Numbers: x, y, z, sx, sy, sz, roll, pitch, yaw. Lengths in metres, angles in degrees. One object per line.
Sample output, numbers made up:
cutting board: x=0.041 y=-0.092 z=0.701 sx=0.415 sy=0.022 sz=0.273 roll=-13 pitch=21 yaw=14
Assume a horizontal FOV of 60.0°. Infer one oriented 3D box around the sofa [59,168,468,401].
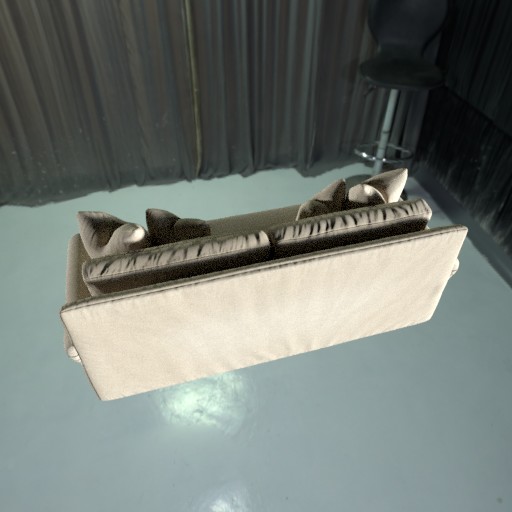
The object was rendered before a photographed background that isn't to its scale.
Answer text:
sofa: x=0.000 y=0.000 z=2.833 sx=2.285 sy=0.904 sz=1.067 roll=-11 pitch=44 yaw=-12
